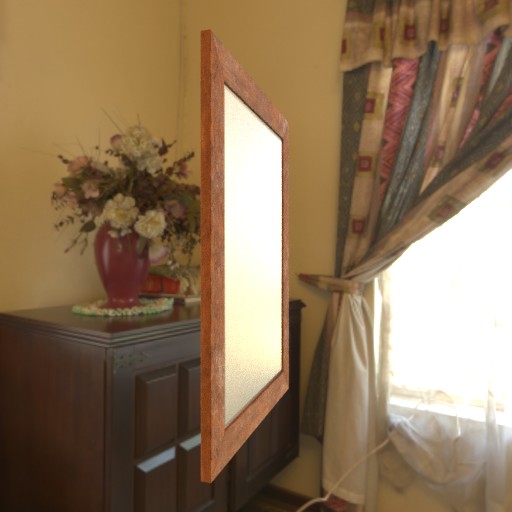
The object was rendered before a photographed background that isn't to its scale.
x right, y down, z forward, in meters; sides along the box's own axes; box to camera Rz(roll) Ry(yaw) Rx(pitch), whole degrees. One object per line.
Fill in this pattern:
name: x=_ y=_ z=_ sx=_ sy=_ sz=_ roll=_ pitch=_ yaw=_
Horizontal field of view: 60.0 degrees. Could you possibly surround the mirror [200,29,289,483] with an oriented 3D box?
mirror: x=0.000 y=0.000 z=1.452 sx=0.028 sy=1.099 sz=0.796 roll=0 pitch=0 yaw=18
